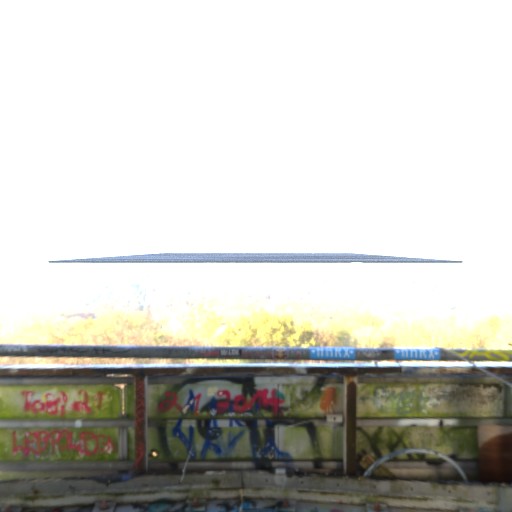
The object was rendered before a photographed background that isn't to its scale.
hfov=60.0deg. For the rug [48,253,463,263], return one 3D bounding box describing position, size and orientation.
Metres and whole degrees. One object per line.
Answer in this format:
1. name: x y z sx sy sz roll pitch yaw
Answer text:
1. rug: 0.000 0.000 3.959 2.353 0.014 2.945 0 1 0
